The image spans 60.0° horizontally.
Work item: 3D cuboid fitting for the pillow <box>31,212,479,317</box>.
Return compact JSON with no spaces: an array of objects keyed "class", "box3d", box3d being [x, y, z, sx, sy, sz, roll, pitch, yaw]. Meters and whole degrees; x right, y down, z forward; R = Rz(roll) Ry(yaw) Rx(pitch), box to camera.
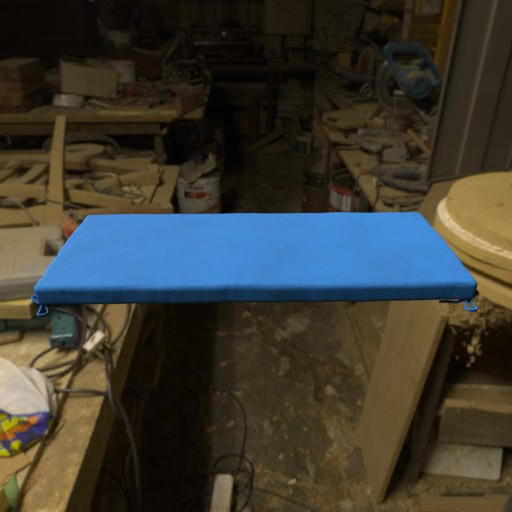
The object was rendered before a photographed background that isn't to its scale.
[{"class":"pillow","box3d":[0.000,0.000,1.320,1.187,0.081,0.492,-1,29,-1]}]
